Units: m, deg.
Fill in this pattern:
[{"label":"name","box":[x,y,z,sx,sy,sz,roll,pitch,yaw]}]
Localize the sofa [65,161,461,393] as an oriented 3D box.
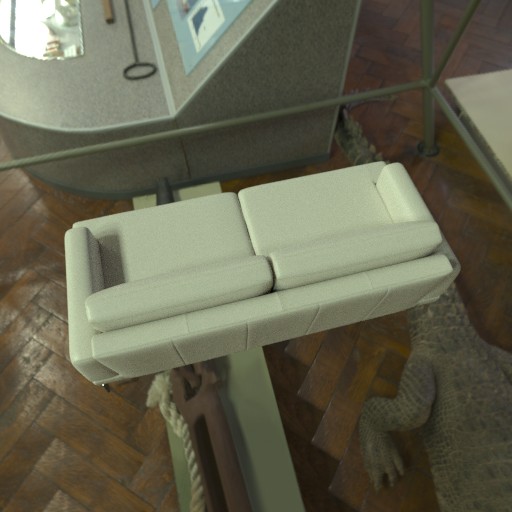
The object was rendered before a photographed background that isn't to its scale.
[{"label":"sofa","box":[0.000,0.000,2.408,1.940,0.765,0.974,-13,60,-7]}]
